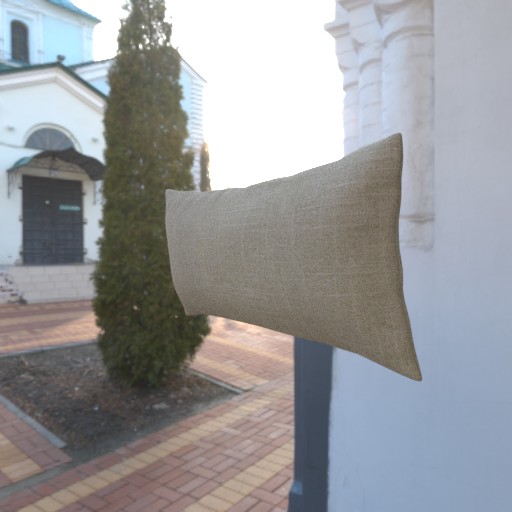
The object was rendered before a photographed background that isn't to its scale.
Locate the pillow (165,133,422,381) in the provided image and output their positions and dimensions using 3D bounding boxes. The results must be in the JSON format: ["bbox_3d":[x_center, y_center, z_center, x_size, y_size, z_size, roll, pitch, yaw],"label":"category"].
[{"bbox_3d":[0.000,0.000,0.749,0.155,0.282,0.612,-1,2,-35],"label":"pillow"}]
